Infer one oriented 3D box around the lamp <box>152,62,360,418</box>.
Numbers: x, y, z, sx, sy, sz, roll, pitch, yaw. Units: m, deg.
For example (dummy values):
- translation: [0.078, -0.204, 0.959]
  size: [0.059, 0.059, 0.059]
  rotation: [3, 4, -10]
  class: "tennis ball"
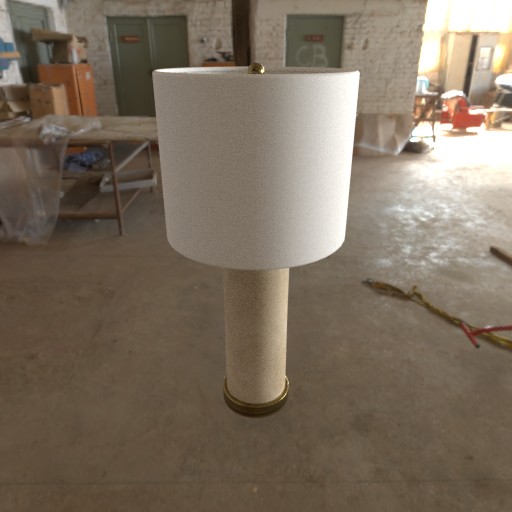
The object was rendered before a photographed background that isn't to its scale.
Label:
- translation: [0.000, 0.000, 0.793]
  size: [0.305, 0.634, 0.305]
  rotation: [17, 30, 32]
  class: "lamp"
